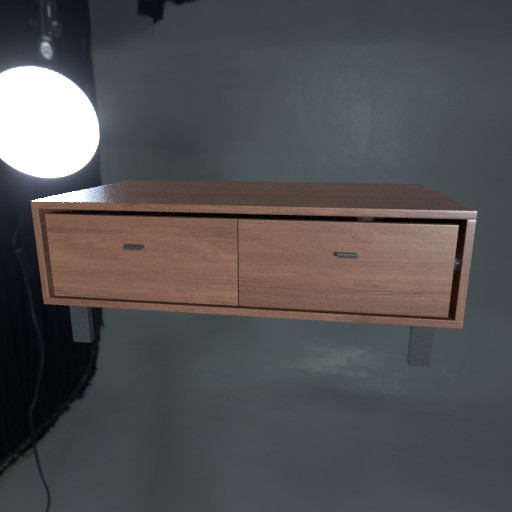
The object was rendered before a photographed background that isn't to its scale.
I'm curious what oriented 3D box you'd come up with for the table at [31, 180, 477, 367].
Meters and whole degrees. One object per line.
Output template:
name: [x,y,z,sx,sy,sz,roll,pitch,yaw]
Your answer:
table: [0.000,0.000,1.314,1.020,0.380,0.600,2,15,8]
